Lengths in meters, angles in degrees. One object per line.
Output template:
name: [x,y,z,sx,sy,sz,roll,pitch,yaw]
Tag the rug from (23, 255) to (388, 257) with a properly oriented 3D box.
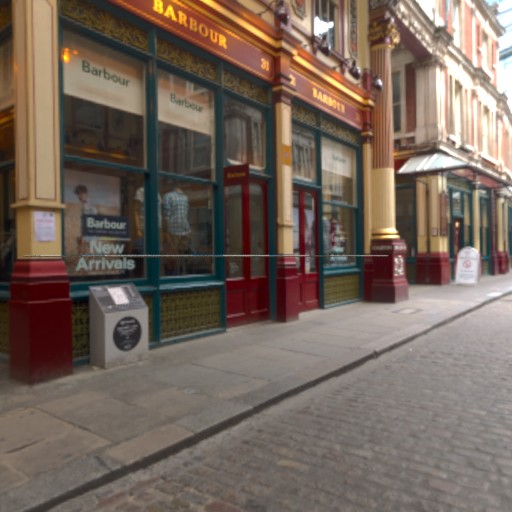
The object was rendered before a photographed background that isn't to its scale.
rug: [0.000,0.000,2.712,0.774,0.008,2.437,0,0,37]
